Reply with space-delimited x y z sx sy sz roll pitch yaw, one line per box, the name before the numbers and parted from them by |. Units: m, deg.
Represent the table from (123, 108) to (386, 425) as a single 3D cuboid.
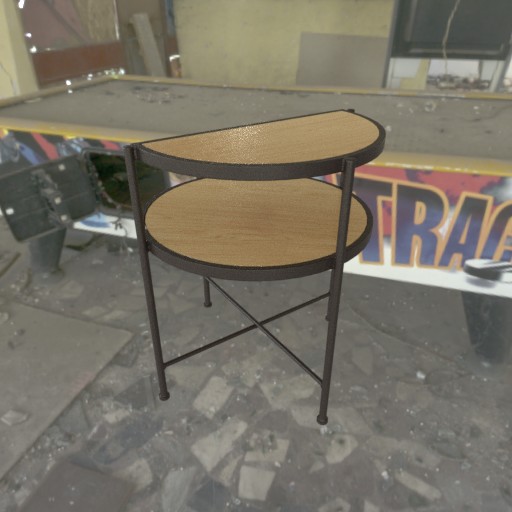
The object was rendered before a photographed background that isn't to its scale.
table | 0.000 0.000 1.175 0.629 0.684 0.628 -19 35 -29
